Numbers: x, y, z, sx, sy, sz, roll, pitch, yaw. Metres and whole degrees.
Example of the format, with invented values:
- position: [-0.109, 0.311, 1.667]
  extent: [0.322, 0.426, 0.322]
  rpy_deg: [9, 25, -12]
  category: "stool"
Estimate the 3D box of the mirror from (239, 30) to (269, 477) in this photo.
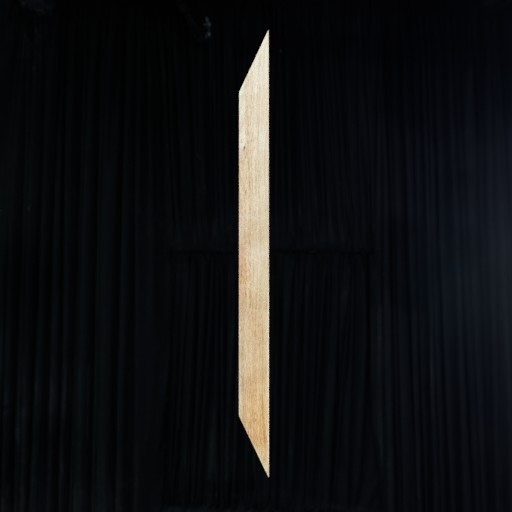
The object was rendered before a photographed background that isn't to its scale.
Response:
- position: [0.000, 0.000, 0.969]
  extent: [0.047, 0.651, 0.651]
  rpy_deg: [0, -1, 1]
  category: "mirror"
